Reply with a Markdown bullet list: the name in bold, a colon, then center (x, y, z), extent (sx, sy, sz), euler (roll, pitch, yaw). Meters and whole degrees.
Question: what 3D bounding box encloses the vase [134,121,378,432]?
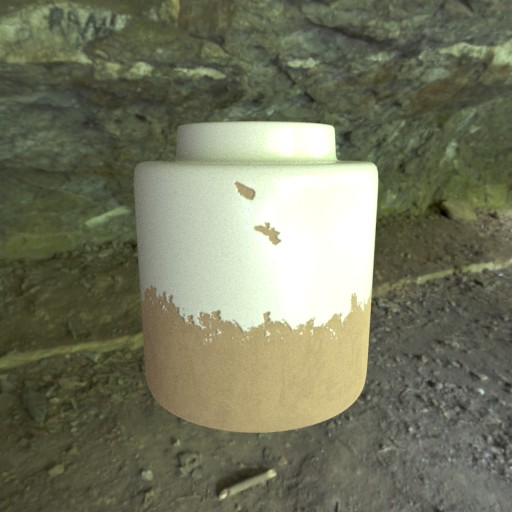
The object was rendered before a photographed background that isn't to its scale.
- **vase**: center (0.000, 0.000, 0.298), extent (0.153, 0.167, 0.153), euler (0, 13, 0)
